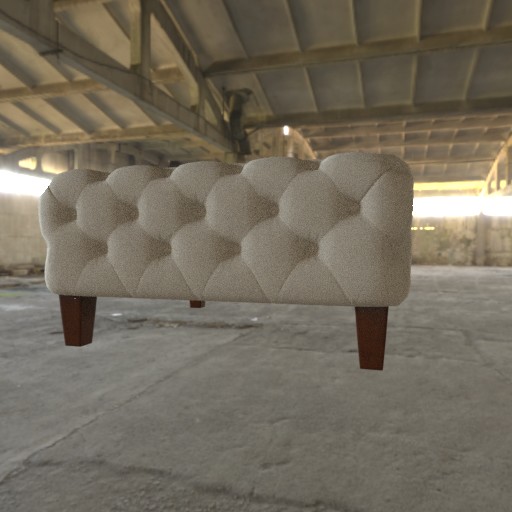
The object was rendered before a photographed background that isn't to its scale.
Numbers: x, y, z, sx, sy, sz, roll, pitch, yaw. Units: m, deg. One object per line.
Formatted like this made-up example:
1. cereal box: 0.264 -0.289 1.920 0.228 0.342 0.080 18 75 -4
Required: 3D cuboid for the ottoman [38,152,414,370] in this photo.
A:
1. ottoman: 0.000 0.000 1.162 0.755 0.376 0.753 0 1 17
